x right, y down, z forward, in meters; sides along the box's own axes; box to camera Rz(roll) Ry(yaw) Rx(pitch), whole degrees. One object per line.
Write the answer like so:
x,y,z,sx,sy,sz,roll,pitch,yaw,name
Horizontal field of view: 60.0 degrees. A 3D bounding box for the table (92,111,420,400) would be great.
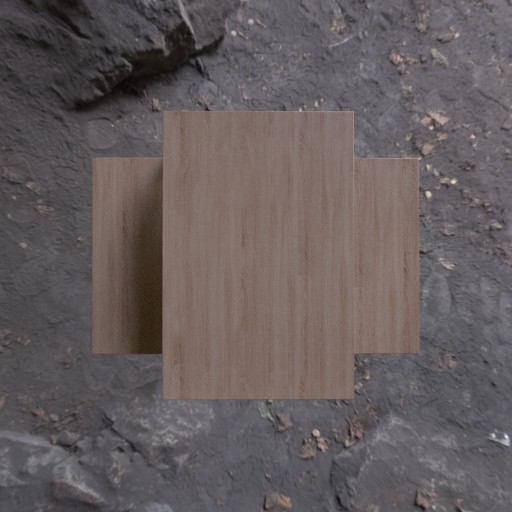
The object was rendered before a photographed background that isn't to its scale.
0.000,0.000,2.039,1.443,0.700,1.100,0,89,-1,table
